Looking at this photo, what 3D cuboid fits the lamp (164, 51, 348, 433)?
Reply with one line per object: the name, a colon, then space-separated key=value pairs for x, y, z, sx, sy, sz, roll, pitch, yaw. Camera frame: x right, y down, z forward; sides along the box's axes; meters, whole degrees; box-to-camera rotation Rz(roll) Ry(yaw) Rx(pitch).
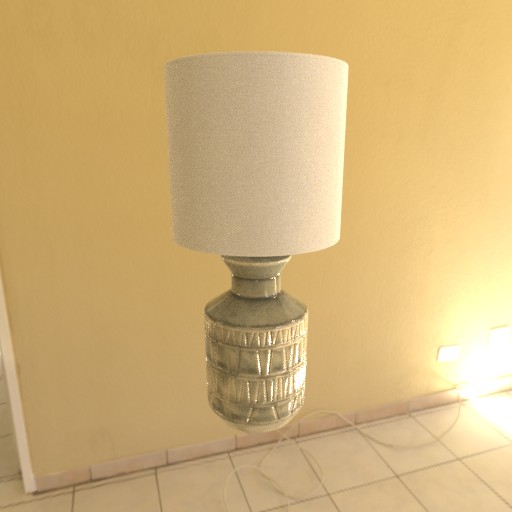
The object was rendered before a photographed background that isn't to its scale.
lamp: x=0.000 y=0.000 z=0.576 sx=0.211 sy=0.455 sz=0.211 roll=-8 pitch=17 yaw=-27
